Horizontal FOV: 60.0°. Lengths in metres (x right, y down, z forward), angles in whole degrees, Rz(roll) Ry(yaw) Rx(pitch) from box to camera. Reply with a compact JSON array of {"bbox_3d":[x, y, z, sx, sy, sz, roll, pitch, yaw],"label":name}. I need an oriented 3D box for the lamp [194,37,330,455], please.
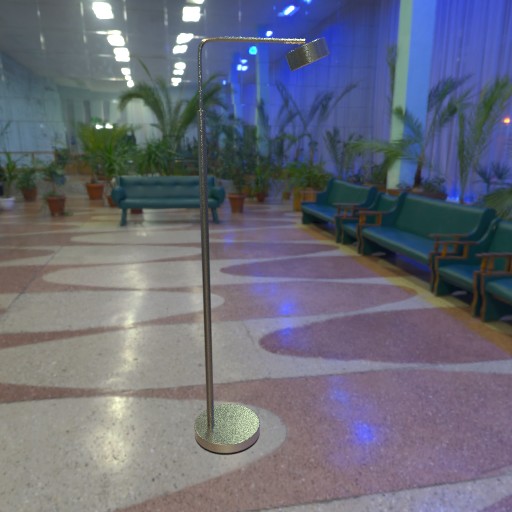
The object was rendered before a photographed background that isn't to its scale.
[{"bbox_3d":[0.000,0.000,1.377,0.421,1.250,0.222,-2,15,-9],"label":"lamp"}]
